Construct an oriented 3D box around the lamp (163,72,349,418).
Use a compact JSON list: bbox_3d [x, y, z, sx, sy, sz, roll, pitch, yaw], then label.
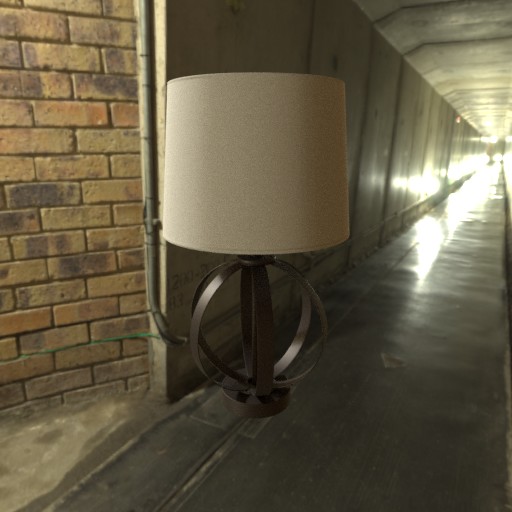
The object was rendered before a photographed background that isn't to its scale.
[{"bbox_3d":[0.000,0.000,0.705,0.286,0.510,0.286,0,15,0],"label":"lamp"}]
